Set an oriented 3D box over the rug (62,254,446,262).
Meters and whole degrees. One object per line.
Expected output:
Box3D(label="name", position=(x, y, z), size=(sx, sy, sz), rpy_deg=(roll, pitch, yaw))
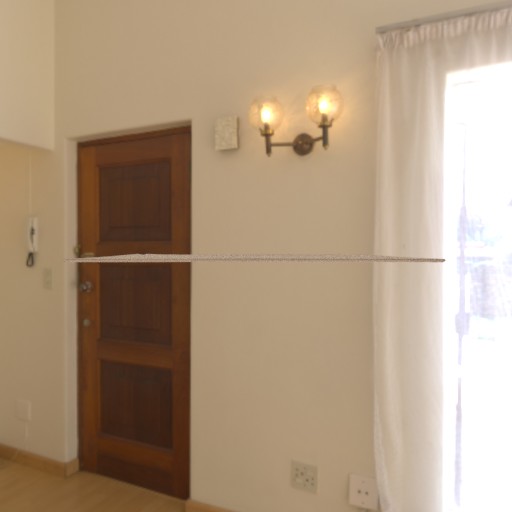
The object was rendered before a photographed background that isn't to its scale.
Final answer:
Box3D(label="rug", position=(0.000, 0.000, 2.215), size=(1.154, 0.021, 1.792), rpy_deg=(0, 1, 1))
